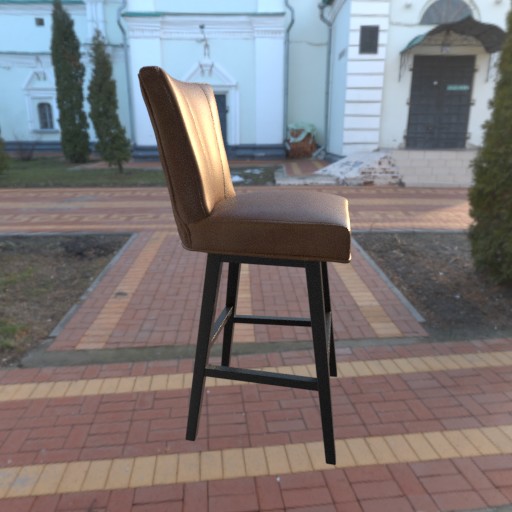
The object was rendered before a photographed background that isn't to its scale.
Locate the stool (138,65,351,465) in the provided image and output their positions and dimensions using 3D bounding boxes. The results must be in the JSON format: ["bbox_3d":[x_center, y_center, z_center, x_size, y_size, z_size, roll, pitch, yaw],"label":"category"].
[{"bbox_3d":[0.000,0.000,1.433,0.585,1.094,0.522,3,16,10],"label":"stool"}]
